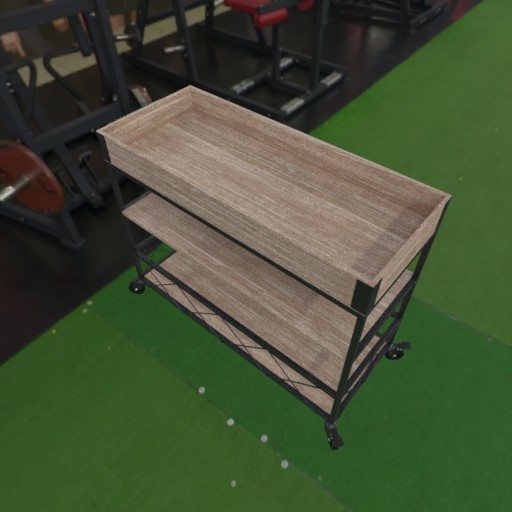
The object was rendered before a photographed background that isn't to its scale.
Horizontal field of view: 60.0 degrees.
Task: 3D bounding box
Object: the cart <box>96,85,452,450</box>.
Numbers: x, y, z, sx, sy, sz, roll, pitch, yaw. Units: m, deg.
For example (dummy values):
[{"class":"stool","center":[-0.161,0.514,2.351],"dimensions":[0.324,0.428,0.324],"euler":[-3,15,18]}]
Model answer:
[{"class":"cart","center":[0.000,0.000,1.531],"dimensions":[1.101,0.787,0.500],"euler":[31,54,26]}]
